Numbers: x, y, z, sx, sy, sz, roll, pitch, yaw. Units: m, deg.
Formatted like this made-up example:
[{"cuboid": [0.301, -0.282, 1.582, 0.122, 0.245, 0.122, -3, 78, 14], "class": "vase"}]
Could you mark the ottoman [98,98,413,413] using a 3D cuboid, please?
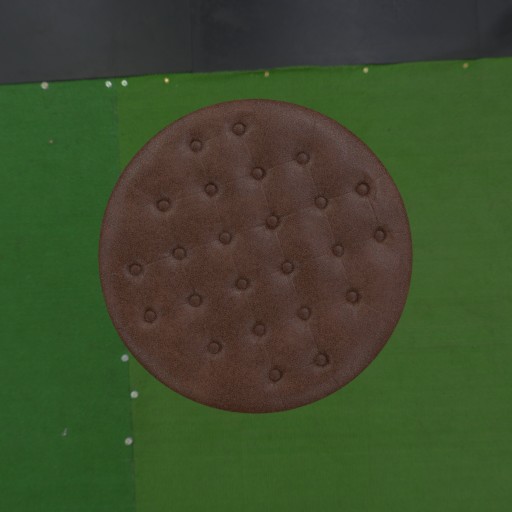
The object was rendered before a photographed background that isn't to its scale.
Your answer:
[{"cuboid": [0.000, 0.000, 1.079, 0.637, 0.442, 0.637, 0, 90, 1], "class": "ottoman"}]
